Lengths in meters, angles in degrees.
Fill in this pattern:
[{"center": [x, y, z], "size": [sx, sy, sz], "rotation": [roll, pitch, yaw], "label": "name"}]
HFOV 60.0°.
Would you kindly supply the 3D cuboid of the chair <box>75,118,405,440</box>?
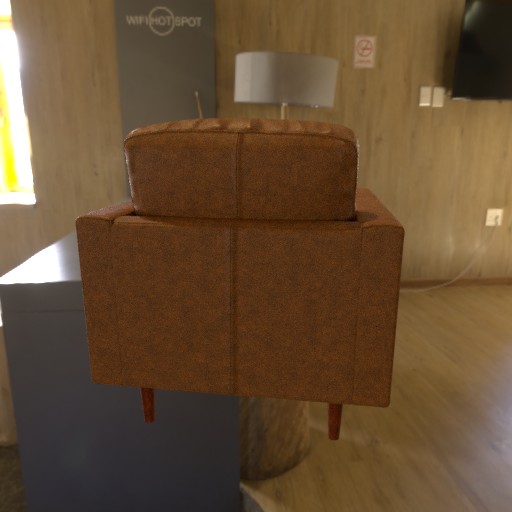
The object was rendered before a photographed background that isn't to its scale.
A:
[{"center": [0.000, 0.000, 1.653], "size": [0.890, 0.956, 0.909], "rotation": [2, 15, 8], "label": "chair"}]
